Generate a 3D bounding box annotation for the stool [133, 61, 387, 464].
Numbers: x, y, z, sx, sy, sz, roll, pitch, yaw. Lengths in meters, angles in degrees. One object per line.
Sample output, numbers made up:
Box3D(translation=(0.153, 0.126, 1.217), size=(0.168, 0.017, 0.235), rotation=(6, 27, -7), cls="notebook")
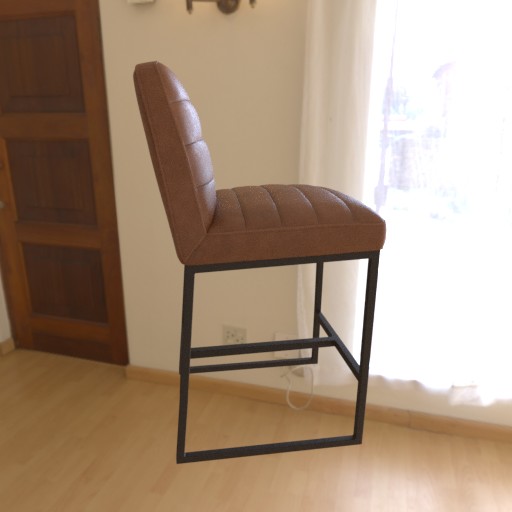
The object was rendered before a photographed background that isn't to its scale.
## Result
Box3D(translation=(0.000, 0.000, 1.217), size=(0.556, 0.940, 0.458), rotation=(-2, 17, -8), cls="stool")
